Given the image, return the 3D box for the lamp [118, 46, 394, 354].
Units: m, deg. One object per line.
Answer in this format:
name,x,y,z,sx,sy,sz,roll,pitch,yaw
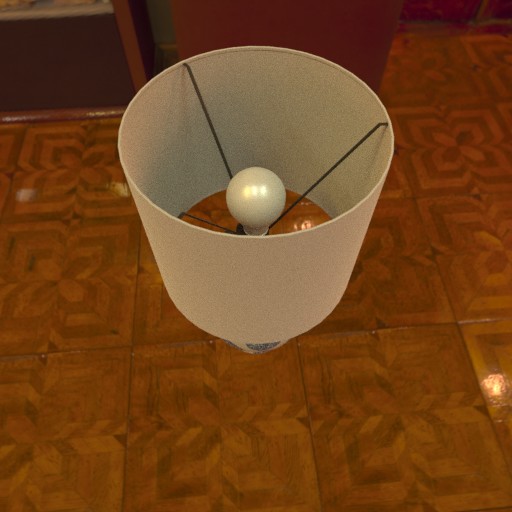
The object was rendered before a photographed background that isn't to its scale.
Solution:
lamp,0.000,0.000,0.510,0.215,0.381,0.215,-2,58,-1
